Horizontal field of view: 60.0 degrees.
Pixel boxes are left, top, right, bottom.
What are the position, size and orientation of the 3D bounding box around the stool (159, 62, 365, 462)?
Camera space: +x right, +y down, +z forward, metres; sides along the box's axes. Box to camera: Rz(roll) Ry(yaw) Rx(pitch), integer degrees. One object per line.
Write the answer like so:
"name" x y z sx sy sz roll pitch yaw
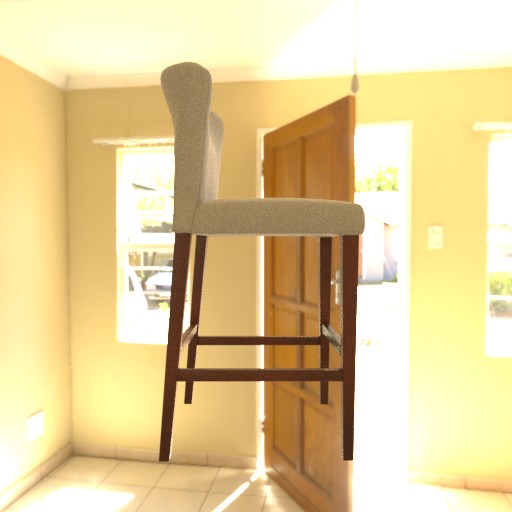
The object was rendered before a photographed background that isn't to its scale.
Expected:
"stool" 0.000 0.000 1.369 0.568 1.069 0.479 0 2 0
